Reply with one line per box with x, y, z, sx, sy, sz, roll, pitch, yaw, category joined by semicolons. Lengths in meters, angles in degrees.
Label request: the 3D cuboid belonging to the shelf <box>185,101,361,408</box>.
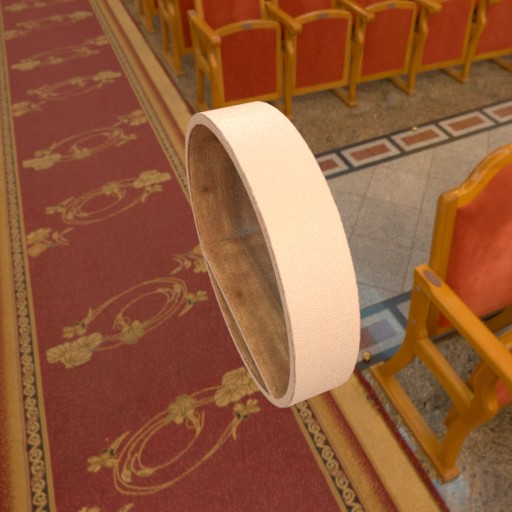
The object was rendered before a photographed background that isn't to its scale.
0.000;0.000;1.245;0.158;0.807;0.806;-17;48;-16;shelf
